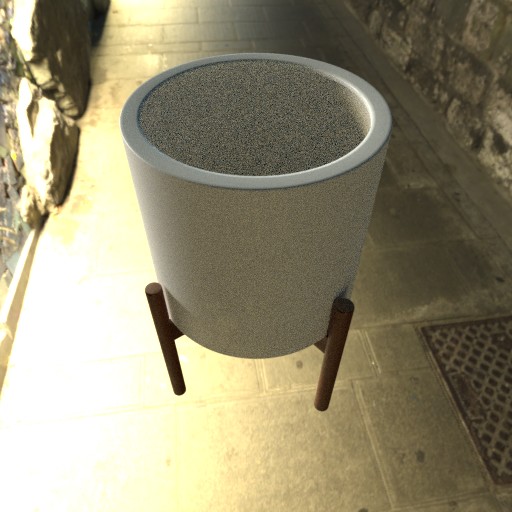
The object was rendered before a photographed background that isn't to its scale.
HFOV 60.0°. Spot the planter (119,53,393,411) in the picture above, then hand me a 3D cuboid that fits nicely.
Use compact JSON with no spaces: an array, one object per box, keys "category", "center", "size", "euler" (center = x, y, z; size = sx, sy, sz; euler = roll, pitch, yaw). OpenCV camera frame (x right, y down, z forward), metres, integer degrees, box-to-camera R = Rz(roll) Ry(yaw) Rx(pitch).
[{"category":"planter","center":[0.000,0.000,0.931],"size":[0.417,0.670,0.417],"euler":[4,46,4]}]
